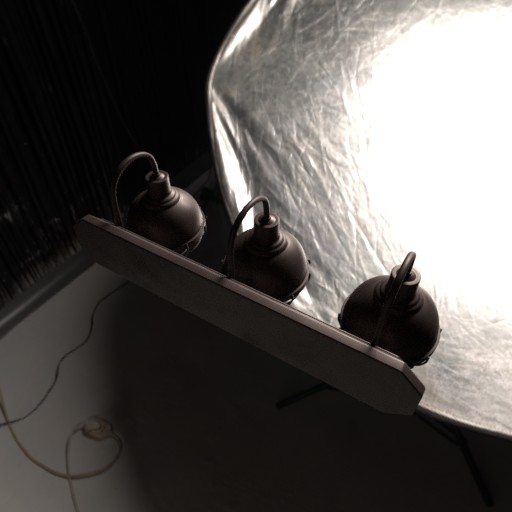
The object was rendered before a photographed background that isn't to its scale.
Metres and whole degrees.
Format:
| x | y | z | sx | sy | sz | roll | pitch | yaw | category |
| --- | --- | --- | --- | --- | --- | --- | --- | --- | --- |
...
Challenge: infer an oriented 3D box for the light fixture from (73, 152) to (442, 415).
| x | y | z | sx | sy | sz | roll | pitch | yaw | category |
| --- | --- | --- | --- | --- | --- | --- | --- | --- | --- |
| 0.000 | 0.000 | 0.754 | 0.634 | 0.254 | 0.229 | 23 | 50 | 22 | light fixture |
